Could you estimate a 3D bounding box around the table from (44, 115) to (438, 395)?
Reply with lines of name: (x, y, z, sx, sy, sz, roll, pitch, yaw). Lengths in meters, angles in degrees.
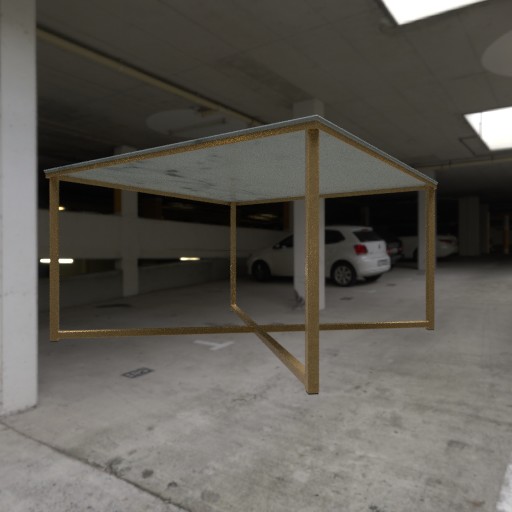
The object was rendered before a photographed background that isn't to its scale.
table: (0.000, 0.000, 1.261, 0.800, 0.450, 0.800, 0, 0, 35)
